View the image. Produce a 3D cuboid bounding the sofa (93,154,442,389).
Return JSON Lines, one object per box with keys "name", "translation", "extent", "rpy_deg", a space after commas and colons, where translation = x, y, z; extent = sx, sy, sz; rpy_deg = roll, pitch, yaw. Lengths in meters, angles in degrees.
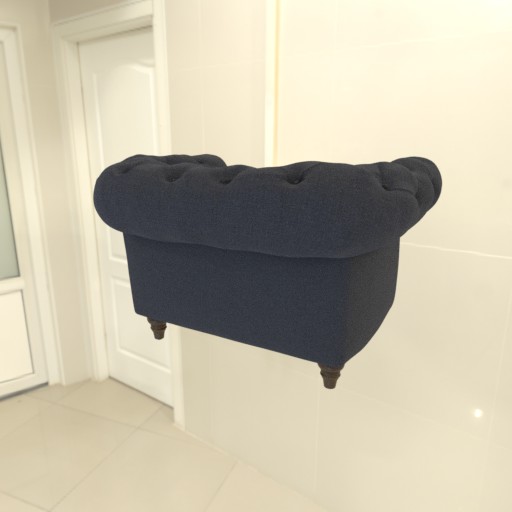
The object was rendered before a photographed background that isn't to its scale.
{"name": "sofa", "translation": [0.000, 0.000, 1.987], "extent": [1.405, 0.878, 1.032], "rpy_deg": [8, 17, 29]}
